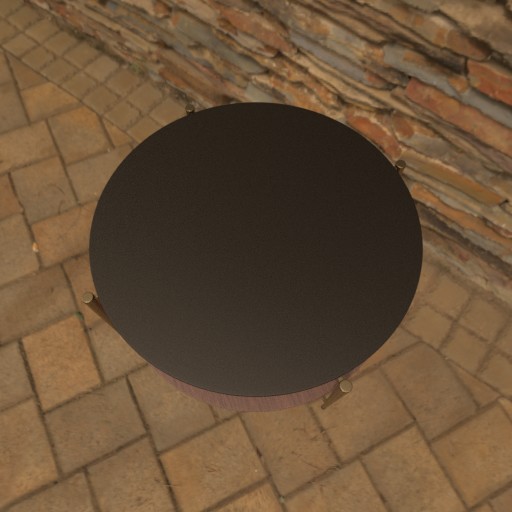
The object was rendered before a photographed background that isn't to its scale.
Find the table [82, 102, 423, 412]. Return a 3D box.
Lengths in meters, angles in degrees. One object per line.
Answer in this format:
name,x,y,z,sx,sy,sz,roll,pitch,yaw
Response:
table,0.000,0.000,1.441,0.938,0.400,0.938,31,68,14
